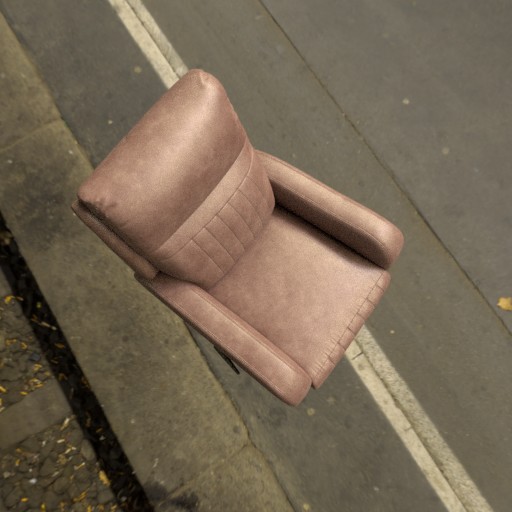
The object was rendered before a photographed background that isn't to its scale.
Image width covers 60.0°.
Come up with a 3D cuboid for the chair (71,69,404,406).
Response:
[{"bbox_3d":[0.000,0.000,1.848,1.067,1.067,0.865,35,78,9],"label":"chair"}]
